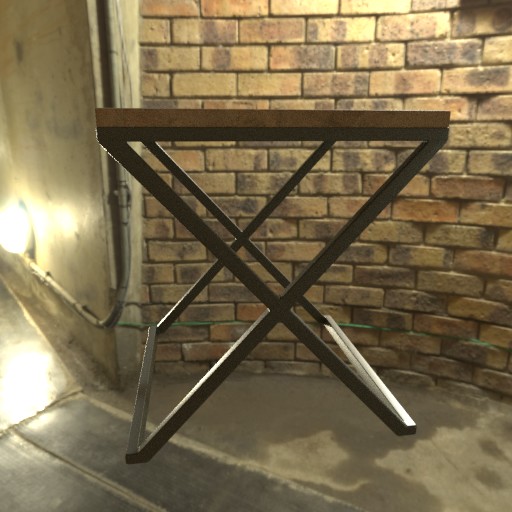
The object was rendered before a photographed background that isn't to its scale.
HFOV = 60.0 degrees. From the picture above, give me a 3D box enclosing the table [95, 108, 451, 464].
[{"bbox_3d":[0.000,0.000,0.911,0.498,0.550,0.499,-2,16,-8],"label":"table"}]
